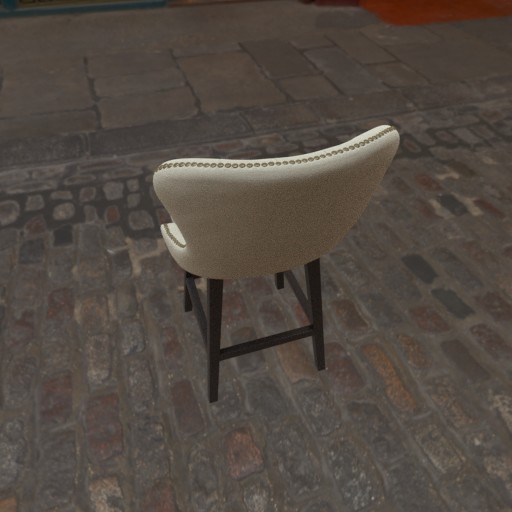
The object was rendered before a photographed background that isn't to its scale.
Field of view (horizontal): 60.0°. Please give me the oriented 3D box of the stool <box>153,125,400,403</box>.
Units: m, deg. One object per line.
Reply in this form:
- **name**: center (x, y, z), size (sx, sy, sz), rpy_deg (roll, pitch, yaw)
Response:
- **stool**: center (0.000, 0.000, 1.315), size (0.528, 0.971, 0.593), rpy_deg (-13, 44, -13)
